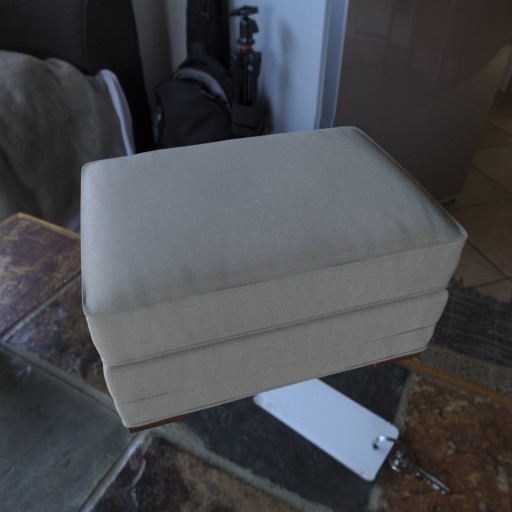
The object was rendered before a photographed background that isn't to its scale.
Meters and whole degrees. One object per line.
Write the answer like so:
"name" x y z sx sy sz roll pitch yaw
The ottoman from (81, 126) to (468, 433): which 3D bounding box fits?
"ottoman" 0.000 0.000 1.216 0.848 0.482 0.611 -11 43 -12
